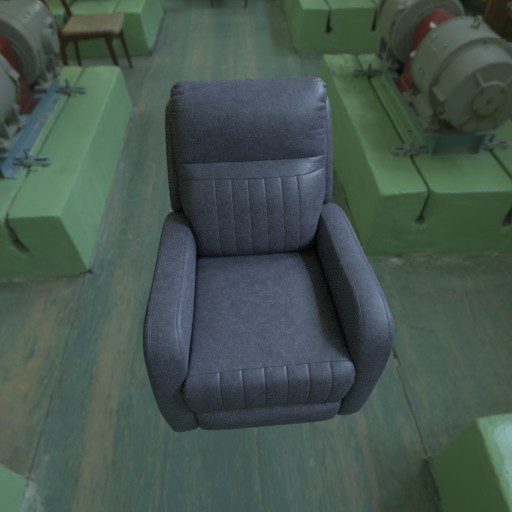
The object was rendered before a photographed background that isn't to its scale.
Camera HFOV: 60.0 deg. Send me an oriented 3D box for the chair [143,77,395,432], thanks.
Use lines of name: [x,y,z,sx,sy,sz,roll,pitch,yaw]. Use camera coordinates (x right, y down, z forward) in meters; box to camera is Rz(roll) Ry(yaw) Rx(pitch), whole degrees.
chair: [0.000,0.000,1.779,0.865,1.067,1.067,-3,46,-3]
